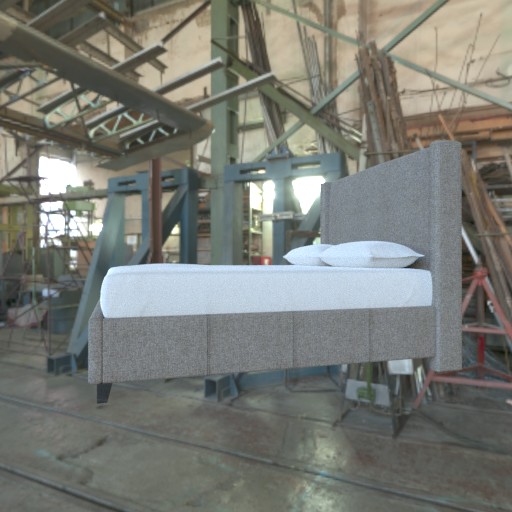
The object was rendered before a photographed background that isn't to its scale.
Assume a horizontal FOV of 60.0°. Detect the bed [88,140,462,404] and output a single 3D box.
[{"bbox_3d":[0.000,0.000,3.319,2.245,1.481,1.714,0,0,-17],"label":"bed"}]
